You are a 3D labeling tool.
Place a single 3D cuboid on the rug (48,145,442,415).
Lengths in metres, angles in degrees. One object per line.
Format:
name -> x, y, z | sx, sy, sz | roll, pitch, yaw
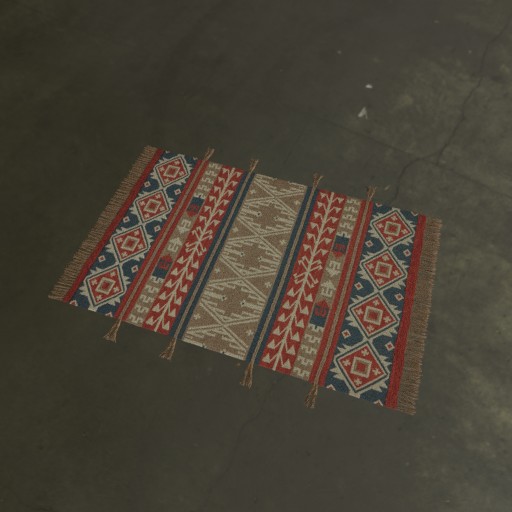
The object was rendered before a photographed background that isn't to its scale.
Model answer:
rug -> 0.000, 0.000, 3.125 | 2.450, 0.048, 1.778 | 16, 59, 10
